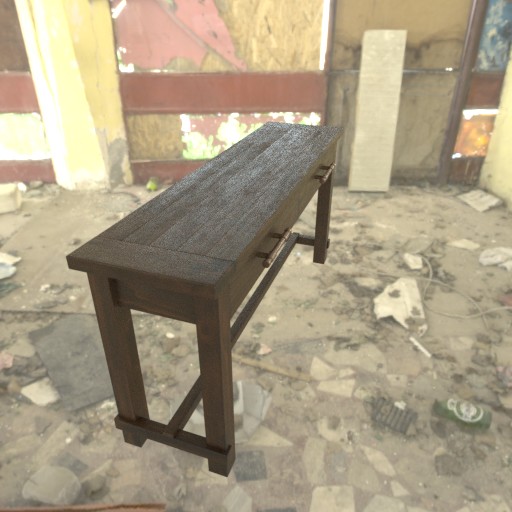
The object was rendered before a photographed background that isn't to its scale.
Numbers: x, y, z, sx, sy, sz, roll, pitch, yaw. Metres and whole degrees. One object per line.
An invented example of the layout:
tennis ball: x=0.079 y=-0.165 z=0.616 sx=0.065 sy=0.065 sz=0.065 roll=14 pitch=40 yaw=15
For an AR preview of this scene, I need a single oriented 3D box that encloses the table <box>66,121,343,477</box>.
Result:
table: x=0.000 y=0.000 z=1.888 sx=0.442 sy=0.762 sz=1.599 roll=10 pitch=31 yaw=17
